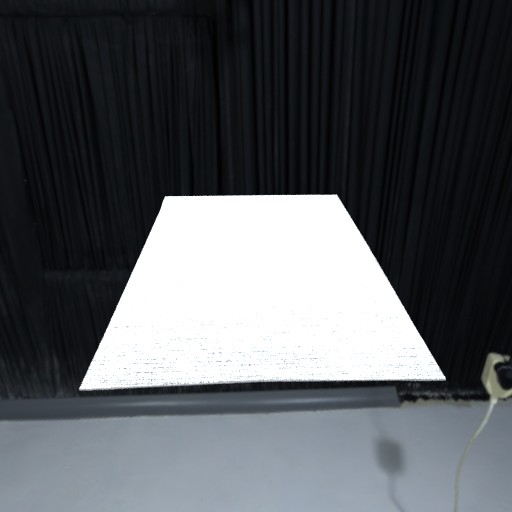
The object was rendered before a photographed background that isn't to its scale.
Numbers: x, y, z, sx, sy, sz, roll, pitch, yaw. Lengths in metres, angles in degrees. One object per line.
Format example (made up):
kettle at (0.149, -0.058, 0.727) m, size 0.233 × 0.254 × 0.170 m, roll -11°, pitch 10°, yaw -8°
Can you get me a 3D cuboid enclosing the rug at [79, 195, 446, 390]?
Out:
rug at (0.000, 0.000, 2.166) m, size 1.149 × 0.021 × 1.773 m, roll -1°, pitch 27°, yaw -2°
